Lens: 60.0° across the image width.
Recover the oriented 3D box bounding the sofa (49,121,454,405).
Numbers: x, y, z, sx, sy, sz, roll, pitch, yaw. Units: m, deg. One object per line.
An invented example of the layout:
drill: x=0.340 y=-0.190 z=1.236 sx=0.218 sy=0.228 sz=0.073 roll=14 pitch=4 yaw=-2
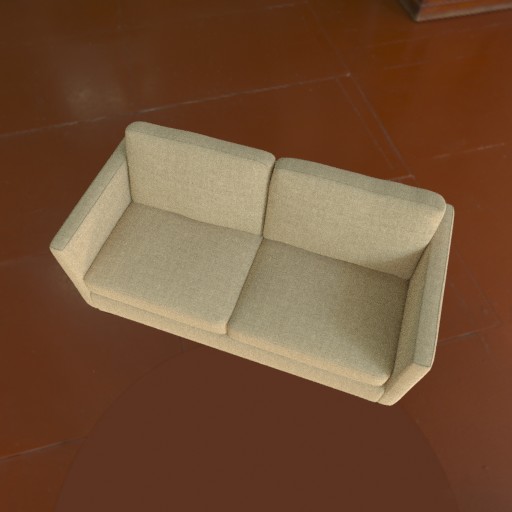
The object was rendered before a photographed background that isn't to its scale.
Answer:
sofa: x=0.000 y=0.000 z=2.453 sx=1.884 sy=0.963 sz=0.950 roll=16 pitch=59 yaw=10
